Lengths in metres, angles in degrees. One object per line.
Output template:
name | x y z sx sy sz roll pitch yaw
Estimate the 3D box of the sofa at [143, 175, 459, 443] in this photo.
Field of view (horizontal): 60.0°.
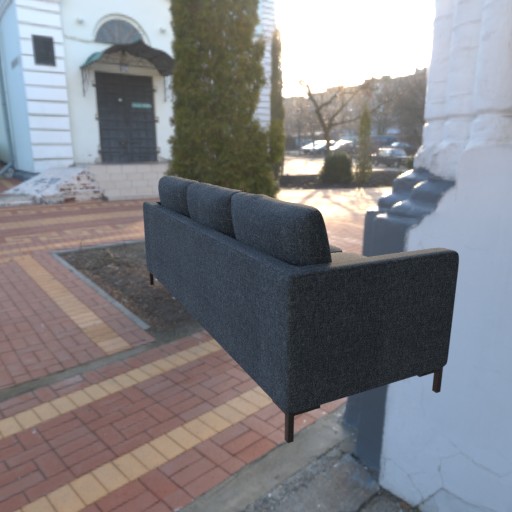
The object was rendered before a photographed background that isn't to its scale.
sofa | 0.000 0.000 2.683 0.859 0.874 2.218 -7 16 -26
